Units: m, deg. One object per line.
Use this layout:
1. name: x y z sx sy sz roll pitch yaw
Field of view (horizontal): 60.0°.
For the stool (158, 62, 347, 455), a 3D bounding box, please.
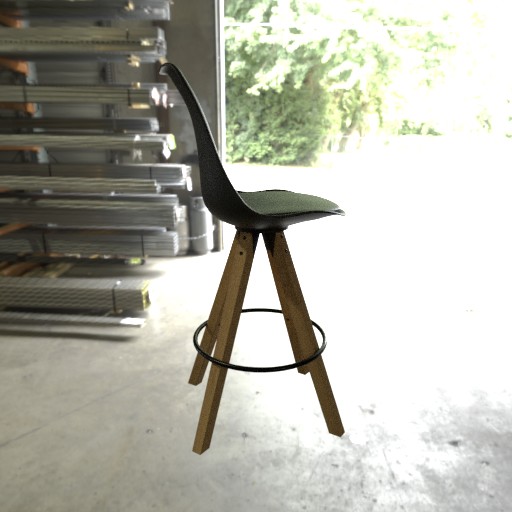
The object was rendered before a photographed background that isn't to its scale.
1. stool: 0.000 0.000 1.426 0.550 1.115 0.485 -3 16 -10
